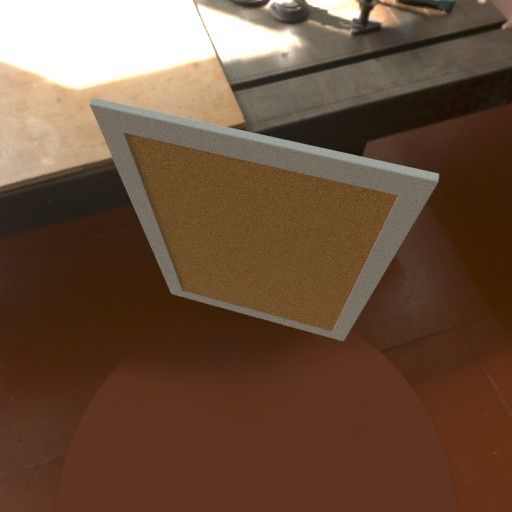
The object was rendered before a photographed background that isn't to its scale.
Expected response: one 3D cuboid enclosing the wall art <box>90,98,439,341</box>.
[{"bbox_3d":[0.000,0.000,0.693,0.374,0.529,0.012,14,63,7],"label":"wall art"}]
